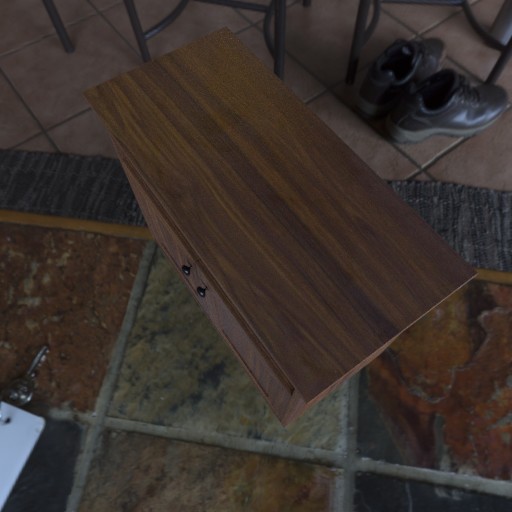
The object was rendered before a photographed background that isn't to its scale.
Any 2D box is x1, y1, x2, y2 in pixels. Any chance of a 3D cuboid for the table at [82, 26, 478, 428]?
[{"bbox_3d":[0.000,0.000,1.198,0.390,0.725,0.802,-32,68,-15],"label":"table"}]
